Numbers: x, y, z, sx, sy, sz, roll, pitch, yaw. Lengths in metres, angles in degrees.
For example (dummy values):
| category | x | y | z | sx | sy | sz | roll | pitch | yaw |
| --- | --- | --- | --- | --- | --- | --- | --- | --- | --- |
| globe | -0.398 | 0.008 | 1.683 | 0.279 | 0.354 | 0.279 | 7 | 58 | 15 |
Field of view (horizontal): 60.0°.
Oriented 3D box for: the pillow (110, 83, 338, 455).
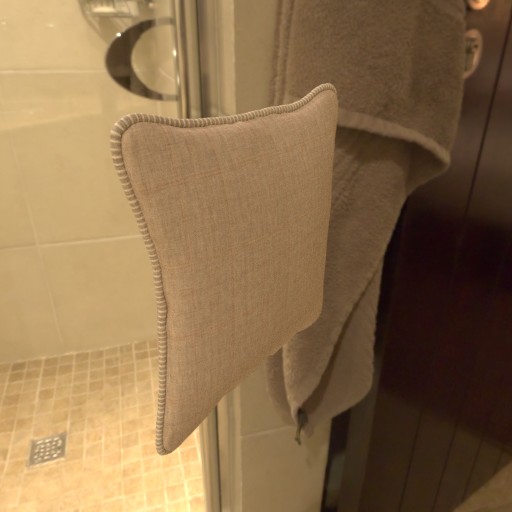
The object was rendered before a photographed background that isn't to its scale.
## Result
| category | x | y | z | sx | sy | sz | roll | pitch | yaw |
| --- | --- | --- | --- | --- | --- | --- | --- | --- | --- |
| pillow | 0.000 | 0.000 | 0.716 | 0.124 | 0.494 | 0.485 | 18 | 32 | 32 |
